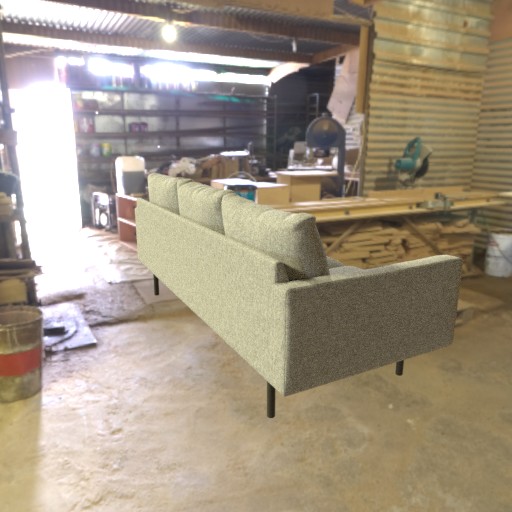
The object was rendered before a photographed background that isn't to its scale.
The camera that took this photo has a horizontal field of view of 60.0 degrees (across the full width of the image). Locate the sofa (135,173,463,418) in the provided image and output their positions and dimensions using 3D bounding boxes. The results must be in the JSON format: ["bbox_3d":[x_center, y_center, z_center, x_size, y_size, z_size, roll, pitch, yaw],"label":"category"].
[{"bbox_3d":[0.000,0.000,2.455,0.850,0.830,2.000,-8,17,-27],"label":"sofa"}]
